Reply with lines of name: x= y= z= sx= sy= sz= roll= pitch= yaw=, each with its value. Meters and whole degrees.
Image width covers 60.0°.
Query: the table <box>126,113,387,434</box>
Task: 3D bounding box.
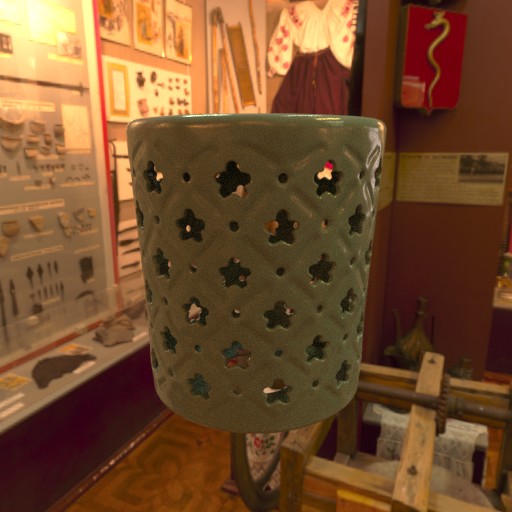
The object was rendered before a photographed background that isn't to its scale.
table: x=0.000 y=0.000 z=0.660 sx=0.352 sy=0.387 sz=0.352 roll=0 pitch=14 yaw=0
